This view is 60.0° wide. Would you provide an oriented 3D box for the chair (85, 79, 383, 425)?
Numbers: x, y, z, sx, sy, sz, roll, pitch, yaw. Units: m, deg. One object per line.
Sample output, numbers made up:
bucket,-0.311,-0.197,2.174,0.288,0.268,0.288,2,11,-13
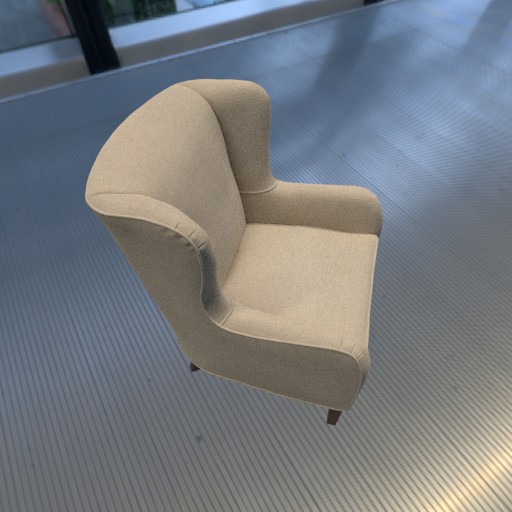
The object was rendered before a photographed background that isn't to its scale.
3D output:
chair,0.000,0.000,1.751,0.966,1.040,0.838,11,48,10
